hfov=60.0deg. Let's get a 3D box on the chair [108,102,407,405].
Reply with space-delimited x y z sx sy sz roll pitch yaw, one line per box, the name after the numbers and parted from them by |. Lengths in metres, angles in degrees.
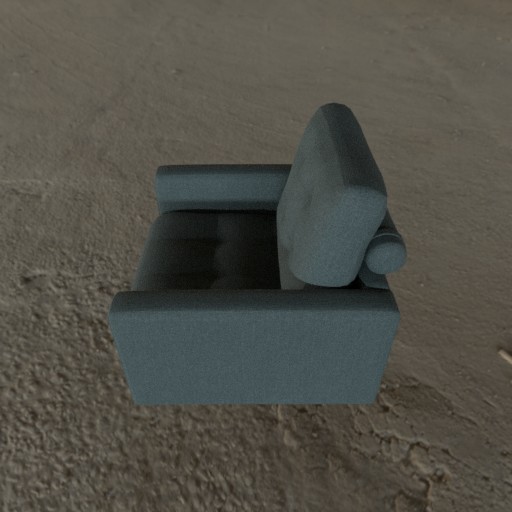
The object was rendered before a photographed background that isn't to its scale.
0.000 0.000 1.553 0.843 0.880 0.821 0 40 0 | chair
